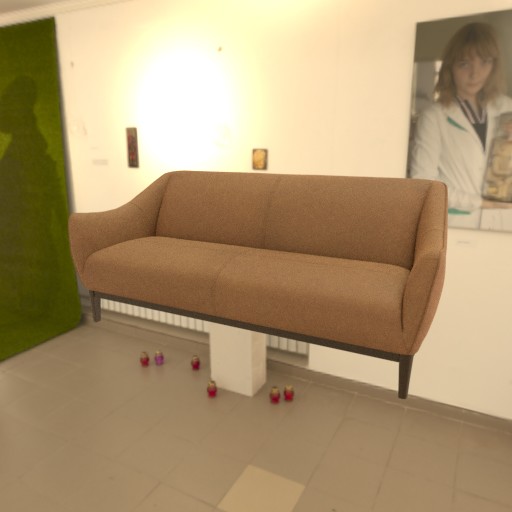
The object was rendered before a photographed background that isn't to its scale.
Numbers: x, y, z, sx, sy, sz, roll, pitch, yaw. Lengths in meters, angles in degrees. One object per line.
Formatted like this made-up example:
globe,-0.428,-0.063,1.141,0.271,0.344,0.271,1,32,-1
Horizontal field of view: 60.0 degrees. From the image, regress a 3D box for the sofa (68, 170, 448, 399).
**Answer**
sofa,0.000,0.000,2.401,1.928,0.830,0.869,7,16,26
